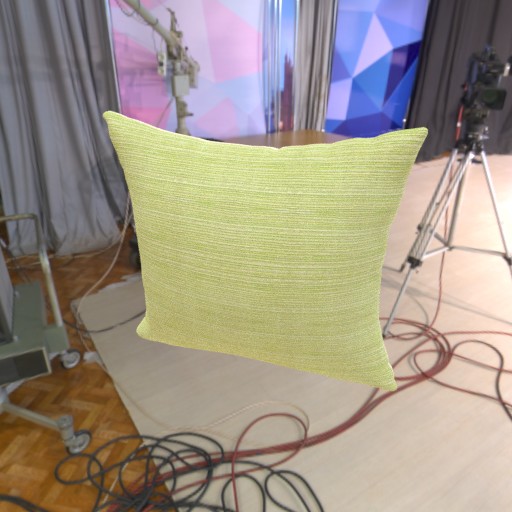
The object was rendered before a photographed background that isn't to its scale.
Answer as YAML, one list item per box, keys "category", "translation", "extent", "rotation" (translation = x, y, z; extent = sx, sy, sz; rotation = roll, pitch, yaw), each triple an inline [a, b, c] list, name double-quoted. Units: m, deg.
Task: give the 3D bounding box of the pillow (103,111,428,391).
- category: "pillow"
  translation: [0.000, 0.000, 0.805]
  extent: [0.560, 0.487, 0.229]
  rotation: [8, 28, 16]
